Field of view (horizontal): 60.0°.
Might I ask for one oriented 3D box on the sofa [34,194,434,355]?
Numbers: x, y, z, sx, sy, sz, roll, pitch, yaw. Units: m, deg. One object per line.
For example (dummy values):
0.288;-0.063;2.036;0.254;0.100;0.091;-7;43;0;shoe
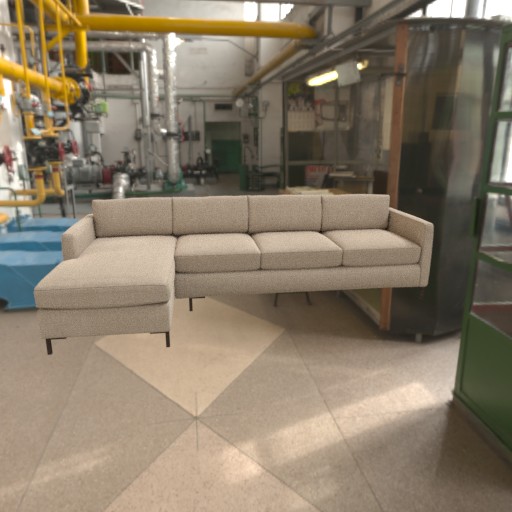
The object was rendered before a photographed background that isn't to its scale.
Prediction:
0.000;0.000;3.537;2.923;0.816;1.469;-2;16;-8;sofa
